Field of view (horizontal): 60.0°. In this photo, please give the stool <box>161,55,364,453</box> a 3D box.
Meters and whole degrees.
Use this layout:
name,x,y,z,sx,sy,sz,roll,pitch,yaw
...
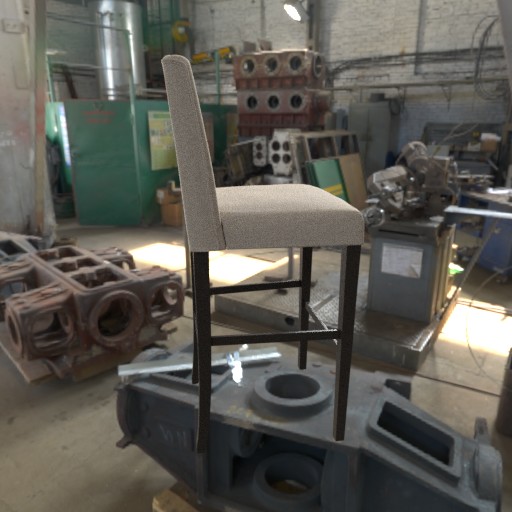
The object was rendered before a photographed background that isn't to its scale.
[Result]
name,x,y,z,sx,sy,sz,roll,pitch,yaw
stool,0.000,0.000,1.399,0.509,1.116,0.474,-3,18,-10
